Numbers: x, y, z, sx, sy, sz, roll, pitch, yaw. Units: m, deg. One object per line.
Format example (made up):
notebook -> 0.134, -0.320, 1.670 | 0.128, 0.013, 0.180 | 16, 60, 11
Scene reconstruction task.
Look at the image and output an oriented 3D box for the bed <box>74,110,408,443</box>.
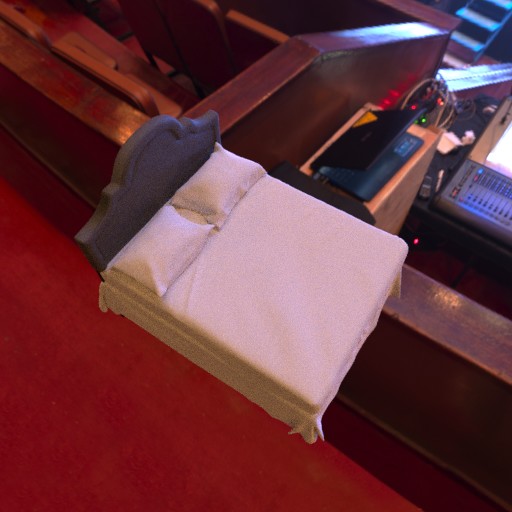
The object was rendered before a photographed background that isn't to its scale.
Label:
bed -> 0.000, 0.000, 3.466 | 2.222, 1.634, 1.780 | 29, 63, 17
